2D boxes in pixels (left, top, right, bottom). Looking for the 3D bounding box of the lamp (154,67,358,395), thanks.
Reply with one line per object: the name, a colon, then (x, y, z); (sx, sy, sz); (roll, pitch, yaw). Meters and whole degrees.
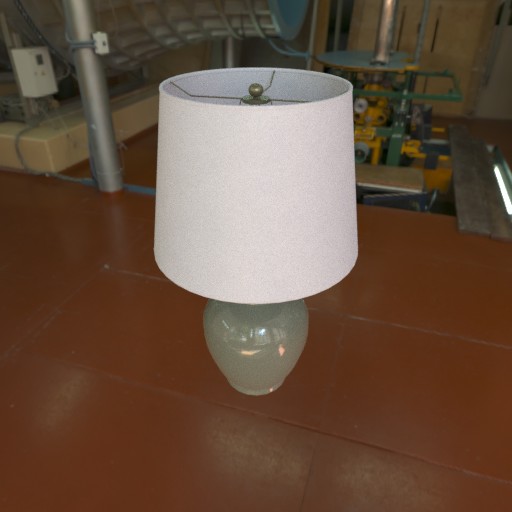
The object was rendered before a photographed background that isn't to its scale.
lamp: (0.000, 0.000, 0.541); (0.239, 0.399, 0.239); (0, 32, 0)
